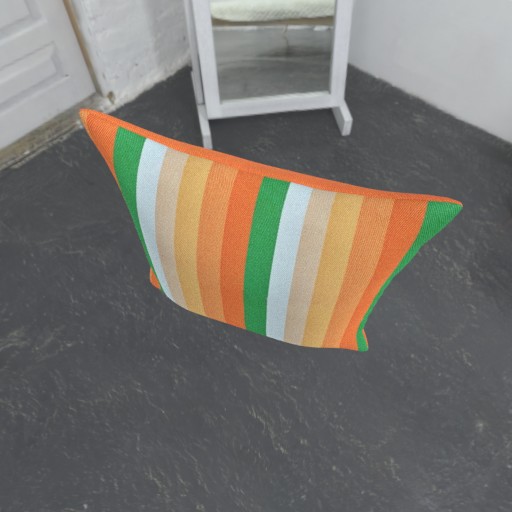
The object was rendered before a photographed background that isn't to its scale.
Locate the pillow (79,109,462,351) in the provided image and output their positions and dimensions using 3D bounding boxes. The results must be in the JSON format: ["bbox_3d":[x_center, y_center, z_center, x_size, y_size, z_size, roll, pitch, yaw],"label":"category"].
[{"bbox_3d":[0.000,0.000,0.685,0.453,0.444,0.169,16,60,10],"label":"pillow"}]
